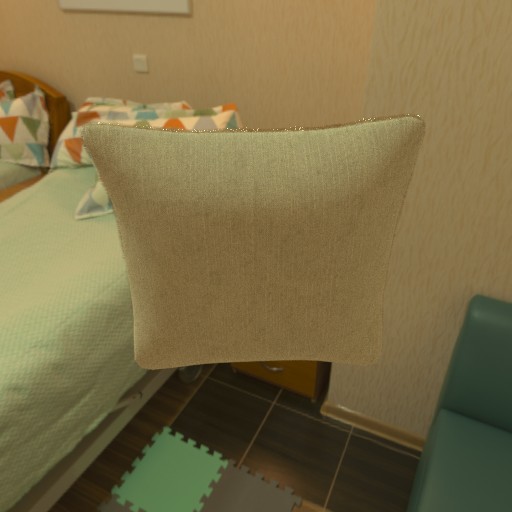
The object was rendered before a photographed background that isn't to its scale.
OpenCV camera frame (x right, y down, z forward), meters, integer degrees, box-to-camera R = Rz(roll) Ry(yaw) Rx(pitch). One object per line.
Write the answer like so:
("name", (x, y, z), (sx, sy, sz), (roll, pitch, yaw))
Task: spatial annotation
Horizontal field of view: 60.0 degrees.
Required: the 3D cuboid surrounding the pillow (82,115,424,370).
("pillow", (0.000, 0.000, 0.829), (0.538, 0.525, 0.216), (-2, 31, -3))
